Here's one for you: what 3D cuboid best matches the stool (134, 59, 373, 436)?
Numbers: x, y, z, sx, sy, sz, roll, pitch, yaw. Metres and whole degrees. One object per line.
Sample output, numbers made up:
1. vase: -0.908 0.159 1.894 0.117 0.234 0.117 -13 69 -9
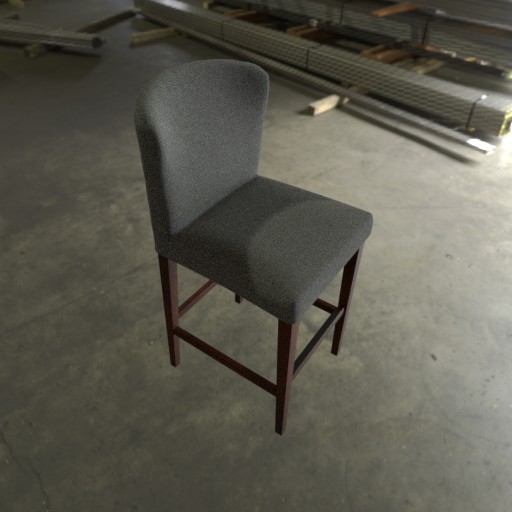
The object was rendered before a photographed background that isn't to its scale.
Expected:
1. stool: 0.000 0.000 1.412 0.568 1.069 0.486 25 46 26
